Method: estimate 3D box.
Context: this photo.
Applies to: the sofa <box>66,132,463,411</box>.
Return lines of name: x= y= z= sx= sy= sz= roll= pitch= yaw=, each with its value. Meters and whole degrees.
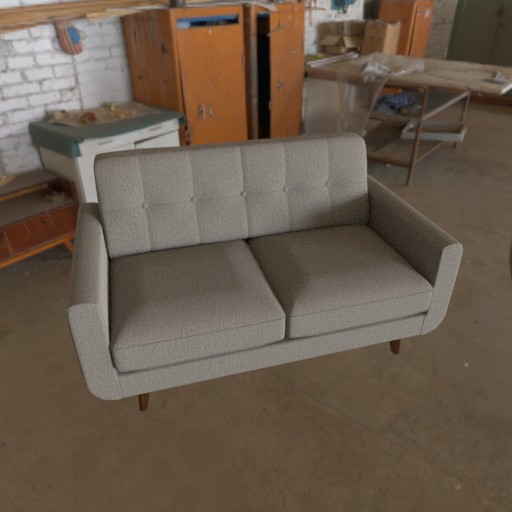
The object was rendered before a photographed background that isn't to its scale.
sofa: x=0.000 y=0.000 z=2.191 sx=1.651 sy=0.925 sz=0.952 roll=-9 pitch=32 yaw=-14
